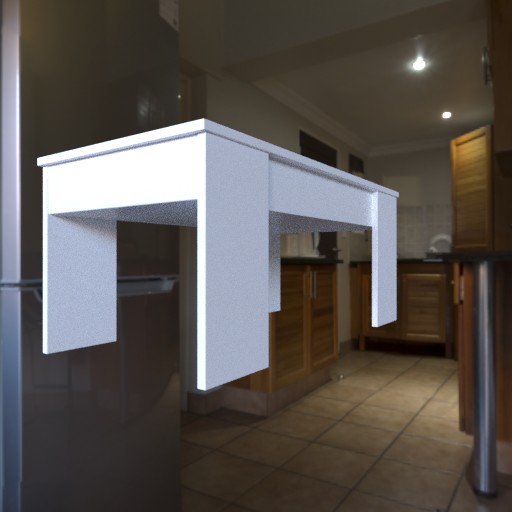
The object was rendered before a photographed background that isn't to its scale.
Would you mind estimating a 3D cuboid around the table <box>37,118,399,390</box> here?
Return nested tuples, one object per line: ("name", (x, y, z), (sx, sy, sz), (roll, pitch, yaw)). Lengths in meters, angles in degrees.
("table", (0.000, 0.000, 1.261), (0.500, 0.440, 1.000), (0, 0, 35))
